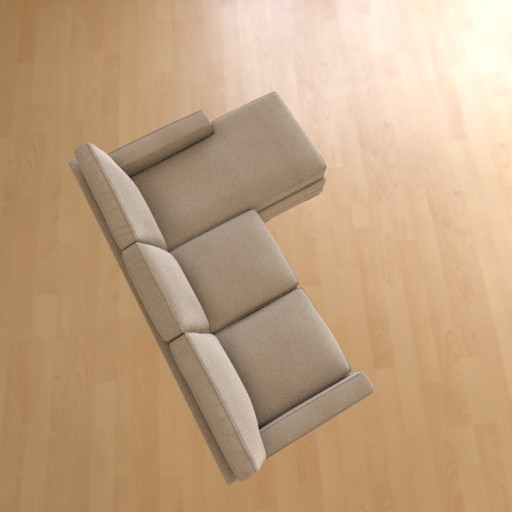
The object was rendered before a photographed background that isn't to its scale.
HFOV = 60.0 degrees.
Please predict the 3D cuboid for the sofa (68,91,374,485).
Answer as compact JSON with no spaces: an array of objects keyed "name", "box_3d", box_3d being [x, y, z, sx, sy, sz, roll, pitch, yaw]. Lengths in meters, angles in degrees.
[{"name":"sofa","box_3d":[0.000,0.000,2.801,1.496,0.861,2.087,-28,75,-8]}]
